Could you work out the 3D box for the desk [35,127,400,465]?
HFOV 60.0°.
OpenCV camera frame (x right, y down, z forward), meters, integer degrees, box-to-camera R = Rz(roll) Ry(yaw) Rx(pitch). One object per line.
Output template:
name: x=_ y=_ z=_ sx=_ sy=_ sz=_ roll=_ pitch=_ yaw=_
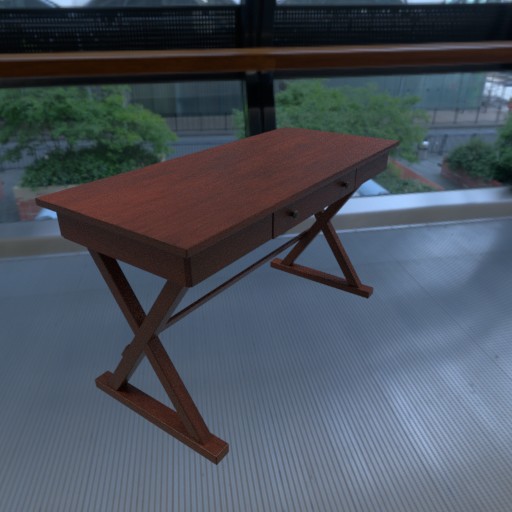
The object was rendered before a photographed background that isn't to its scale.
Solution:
desk: x=0.000 y=0.000 z=1.798 sx=0.600 sy=0.761 sz=1.372 roll=18 pitch=31 yaw=31
